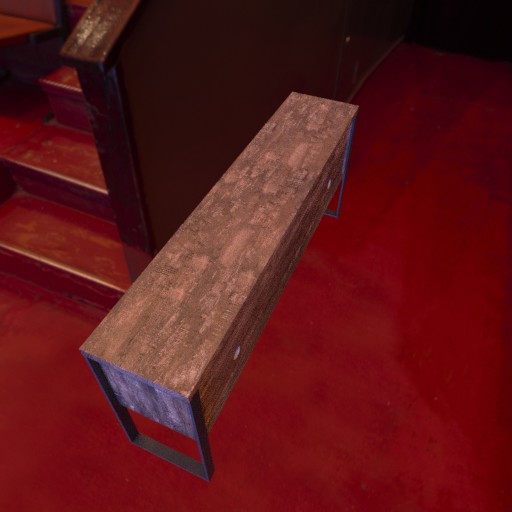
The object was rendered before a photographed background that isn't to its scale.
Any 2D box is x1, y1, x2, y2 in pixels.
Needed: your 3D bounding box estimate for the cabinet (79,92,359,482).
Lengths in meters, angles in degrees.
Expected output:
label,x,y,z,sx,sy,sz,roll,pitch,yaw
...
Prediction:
label,x,y,z,sx,sy,sz,roll,pitch,yaw
cabinet,0.000,0.000,2.133,0.395,0.762,1.800,18,49,16
